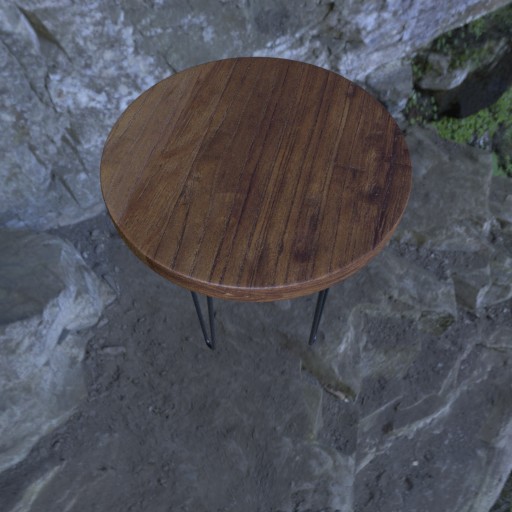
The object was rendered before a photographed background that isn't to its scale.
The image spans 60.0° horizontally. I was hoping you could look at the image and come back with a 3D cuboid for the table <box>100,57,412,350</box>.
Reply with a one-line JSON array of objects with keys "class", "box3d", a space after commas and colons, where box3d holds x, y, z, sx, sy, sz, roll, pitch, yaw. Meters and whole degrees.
[{"class": "table", "box3d": [0.000, 0.000, 0.795, 0.400, 0.520, 0.400, 0, 59, 0]}]
